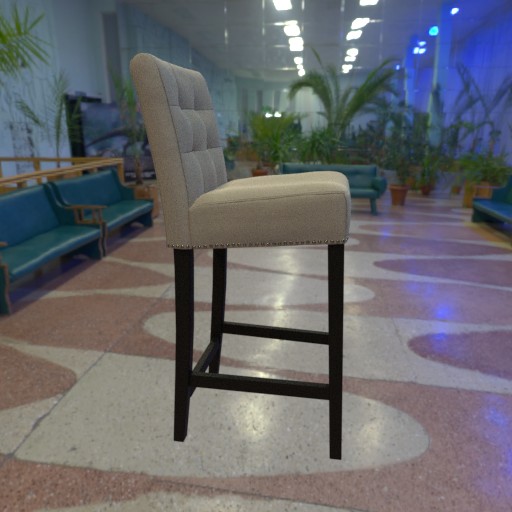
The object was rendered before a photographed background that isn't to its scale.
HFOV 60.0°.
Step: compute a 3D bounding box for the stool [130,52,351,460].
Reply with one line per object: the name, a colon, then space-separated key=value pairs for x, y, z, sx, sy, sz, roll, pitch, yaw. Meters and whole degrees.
stool: x=0.000 y=0.000 z=1.289 sx=0.548 sy=1.047 sz=0.411 roll=3 pitch=17 yaw=10
